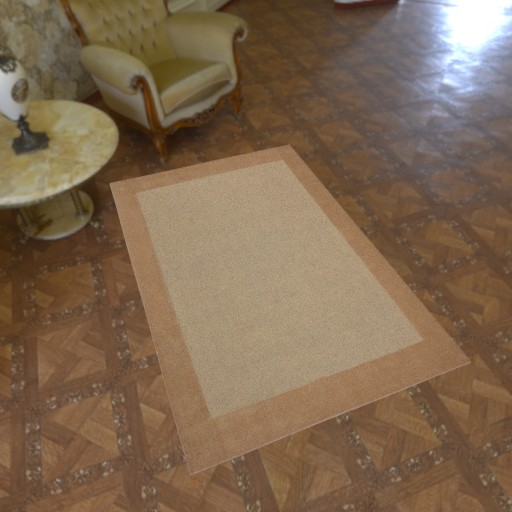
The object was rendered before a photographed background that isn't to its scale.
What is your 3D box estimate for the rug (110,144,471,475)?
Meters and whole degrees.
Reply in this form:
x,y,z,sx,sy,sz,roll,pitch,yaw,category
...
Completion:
x,y,z,sx,sy,sz,roll,pitch,yaw,category
0.000,0.000,2.299,1.219,0.014,1.829,-16,48,-15,rug
